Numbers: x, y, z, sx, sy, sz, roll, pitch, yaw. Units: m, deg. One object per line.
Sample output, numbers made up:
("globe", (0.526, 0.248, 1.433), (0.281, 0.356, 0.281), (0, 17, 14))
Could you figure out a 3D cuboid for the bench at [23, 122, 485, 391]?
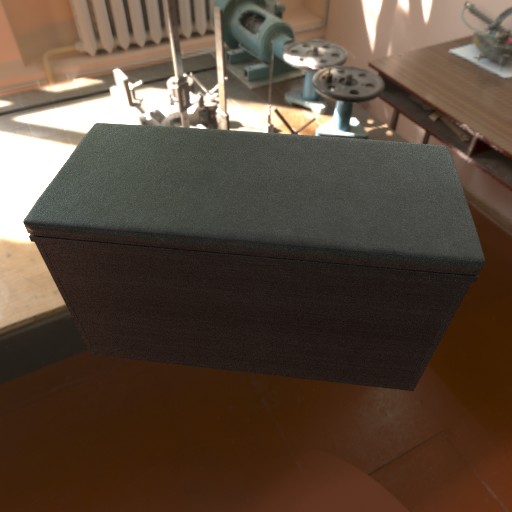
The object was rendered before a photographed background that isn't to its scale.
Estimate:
("bench", (0.000, 0.000, 1.164), (0.905, 0.501, 0.401), (5, 46, 5))
